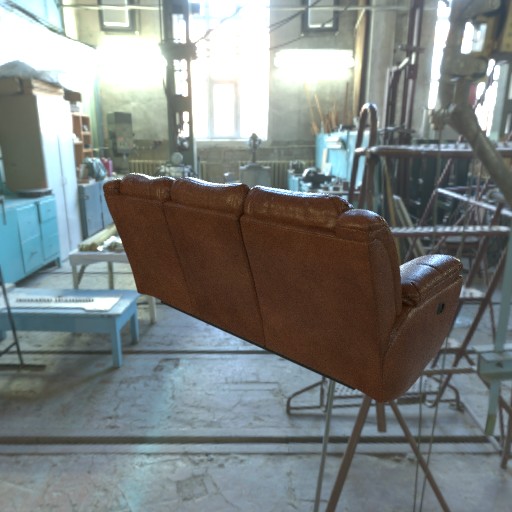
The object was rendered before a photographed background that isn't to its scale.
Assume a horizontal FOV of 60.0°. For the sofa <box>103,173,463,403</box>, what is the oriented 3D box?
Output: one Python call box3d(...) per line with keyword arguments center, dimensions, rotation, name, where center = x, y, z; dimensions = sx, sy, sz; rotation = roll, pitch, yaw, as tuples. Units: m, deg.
box3d(center=(0.000, 0.000, 2.915), dimensions=(2.337, 1.043, 0.991), rotation=(14, 21, 43), name="sofa")
